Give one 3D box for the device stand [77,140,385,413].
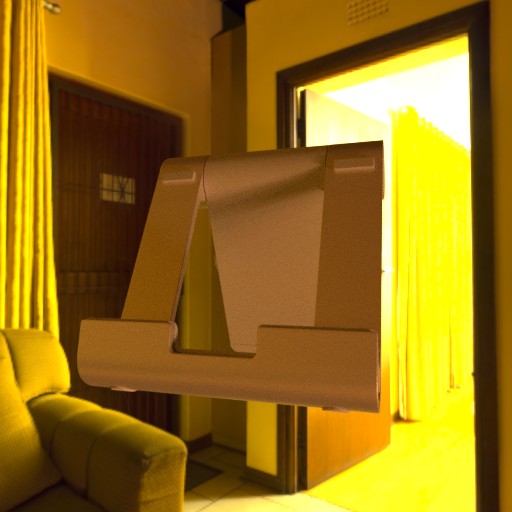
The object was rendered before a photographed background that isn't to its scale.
[{"bbox_3d":[0.000,0.000,0.156,0.086,0.084,0.079,-1,-2,18],"label":"device stand"}]
